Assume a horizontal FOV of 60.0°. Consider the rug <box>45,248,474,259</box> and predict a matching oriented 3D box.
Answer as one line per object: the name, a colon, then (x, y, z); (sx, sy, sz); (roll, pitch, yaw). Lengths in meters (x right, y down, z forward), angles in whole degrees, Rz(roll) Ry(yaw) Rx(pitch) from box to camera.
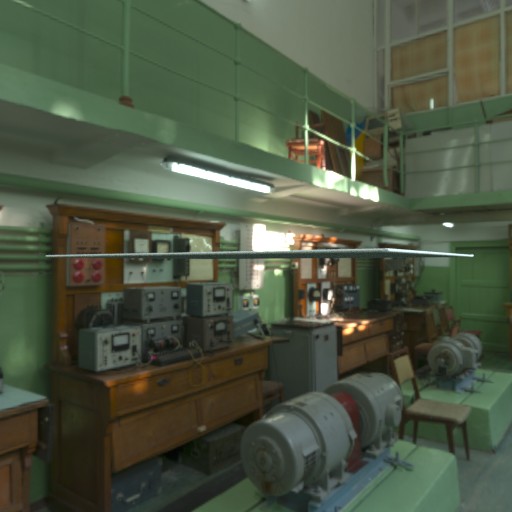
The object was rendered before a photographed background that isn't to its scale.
rug: (0.000, 0.000, 2.801); (2.244, 0.017, 1.532); (-1, -1, 36)
